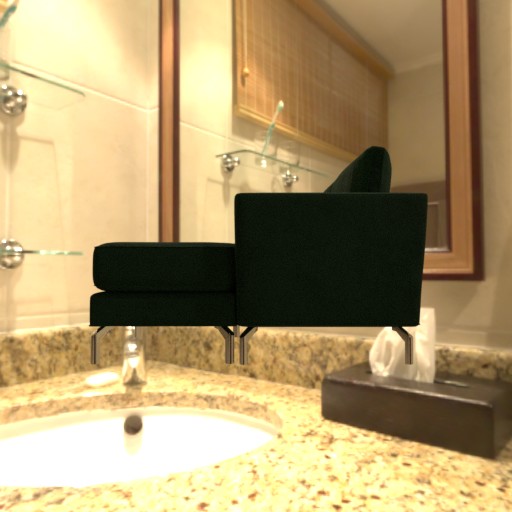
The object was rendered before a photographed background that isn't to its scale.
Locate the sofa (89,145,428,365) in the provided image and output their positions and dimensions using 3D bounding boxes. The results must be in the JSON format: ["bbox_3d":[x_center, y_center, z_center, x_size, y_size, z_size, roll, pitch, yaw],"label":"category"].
[{"bbox_3d":[0.000,0.000,3.123,1.489,1.007,2.441,0,-1,0],"label":"sofa"}]
